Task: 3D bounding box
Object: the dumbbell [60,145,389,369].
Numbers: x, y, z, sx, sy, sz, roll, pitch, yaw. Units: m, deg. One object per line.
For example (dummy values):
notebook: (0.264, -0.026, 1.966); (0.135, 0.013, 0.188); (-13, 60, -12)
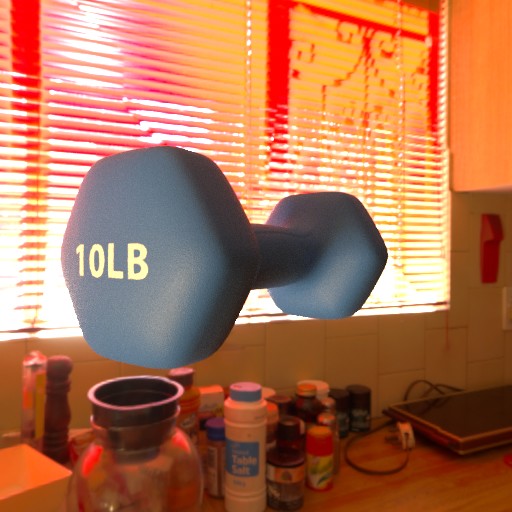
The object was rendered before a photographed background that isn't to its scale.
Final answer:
dumbbell: (0.000, 0.000, 0.264); (0.103, 0.093, 0.212); (0, 1, 35)
